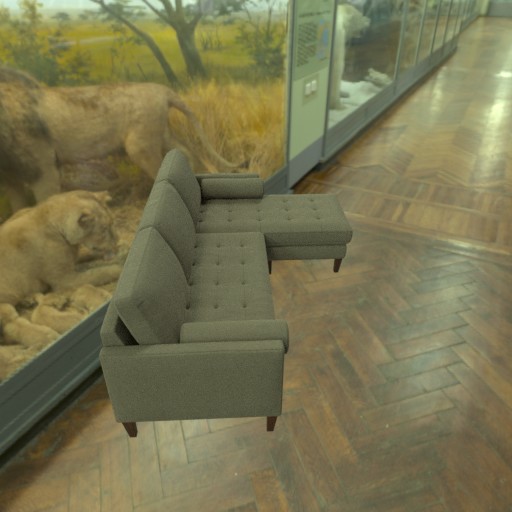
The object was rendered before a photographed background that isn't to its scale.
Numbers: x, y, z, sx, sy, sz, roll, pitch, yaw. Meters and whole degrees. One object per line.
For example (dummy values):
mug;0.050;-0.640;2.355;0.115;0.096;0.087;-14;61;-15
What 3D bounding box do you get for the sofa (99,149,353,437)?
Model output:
sofa;0.000;0.000;2.987;1.506;0.875;2.178;-2;32;-2
